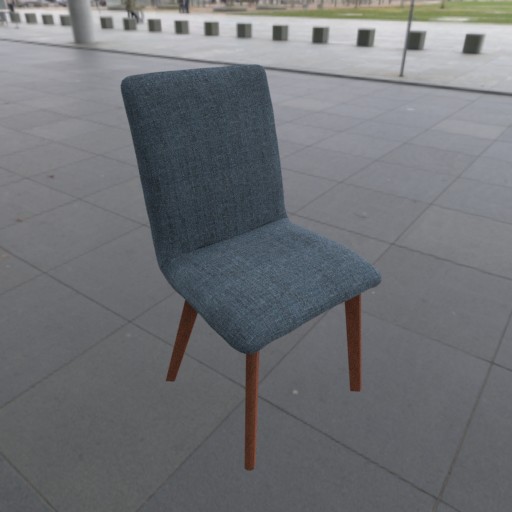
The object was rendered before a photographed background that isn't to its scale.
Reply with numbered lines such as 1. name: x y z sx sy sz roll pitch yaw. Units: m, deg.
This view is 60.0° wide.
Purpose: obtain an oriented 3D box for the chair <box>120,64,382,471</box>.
1. chair: 0.000 0.000 1.298 0.522 0.974 0.563 -22 37 -32
